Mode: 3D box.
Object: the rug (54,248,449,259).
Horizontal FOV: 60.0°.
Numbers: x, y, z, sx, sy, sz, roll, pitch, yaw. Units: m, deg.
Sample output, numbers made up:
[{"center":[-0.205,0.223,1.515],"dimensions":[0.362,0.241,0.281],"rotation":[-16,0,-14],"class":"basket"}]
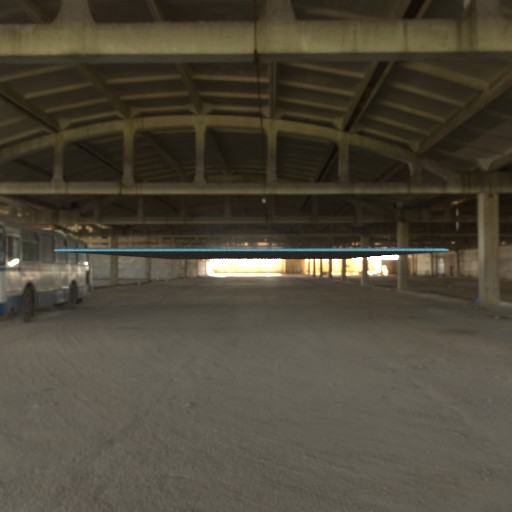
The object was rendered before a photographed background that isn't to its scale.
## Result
[{"center":[0.000,0.000,2.840],"dimensions":[1.554,0.012,2.205],"rotation":[0,-1,1],"class":"rug"}]
